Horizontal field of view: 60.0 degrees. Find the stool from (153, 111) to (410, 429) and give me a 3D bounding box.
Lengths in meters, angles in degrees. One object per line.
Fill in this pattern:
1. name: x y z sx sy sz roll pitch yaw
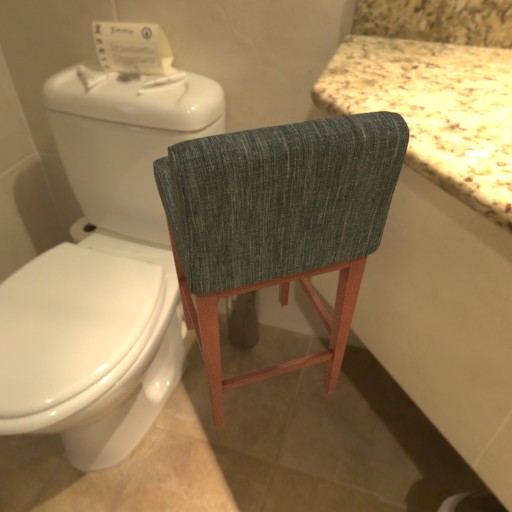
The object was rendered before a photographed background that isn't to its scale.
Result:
1. stool: 0.000 0.000 1.096 0.395 0.835 0.459 -13 42 -14
